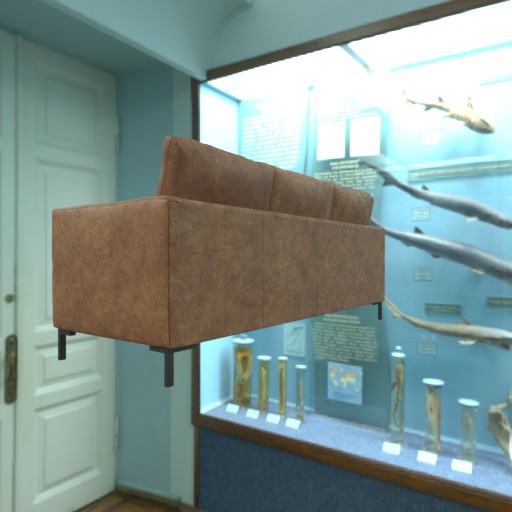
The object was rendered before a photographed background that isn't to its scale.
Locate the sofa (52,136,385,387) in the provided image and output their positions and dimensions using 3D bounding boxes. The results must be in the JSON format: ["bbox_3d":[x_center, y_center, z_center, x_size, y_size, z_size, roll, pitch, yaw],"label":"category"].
[{"bbox_3d":[0.000,0.000,2.447,0.748,0.863,2.029,0,0,36],"label":"sofa"}]
